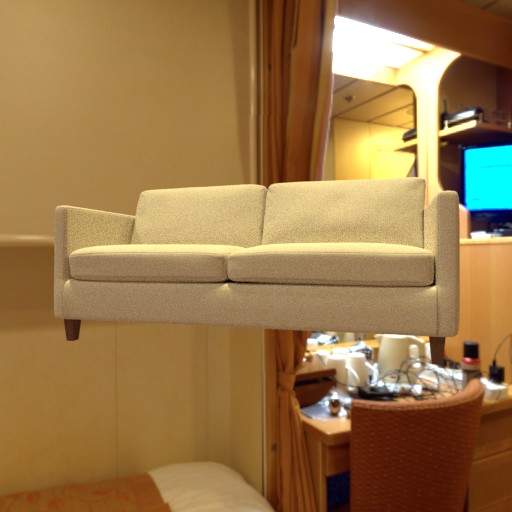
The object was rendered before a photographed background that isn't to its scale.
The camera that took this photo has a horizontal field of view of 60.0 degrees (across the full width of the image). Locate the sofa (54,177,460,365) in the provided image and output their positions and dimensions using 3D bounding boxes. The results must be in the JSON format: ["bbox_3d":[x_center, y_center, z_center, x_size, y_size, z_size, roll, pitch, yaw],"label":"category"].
[{"bbox_3d":[0.000,0.000,2.478,1.981,0.889,0.965,0,0,16],"label":"sofa"}]
